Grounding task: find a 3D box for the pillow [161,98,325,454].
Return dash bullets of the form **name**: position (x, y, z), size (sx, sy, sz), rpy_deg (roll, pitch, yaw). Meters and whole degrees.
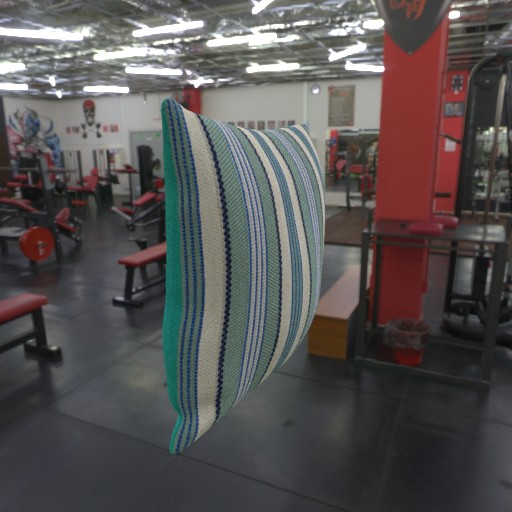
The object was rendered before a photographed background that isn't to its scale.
- **pillow**: position (0.000, 0.000, 0.706), size (0.182, 0.441, 0.440), rpy_deg (7, 16, 27)
